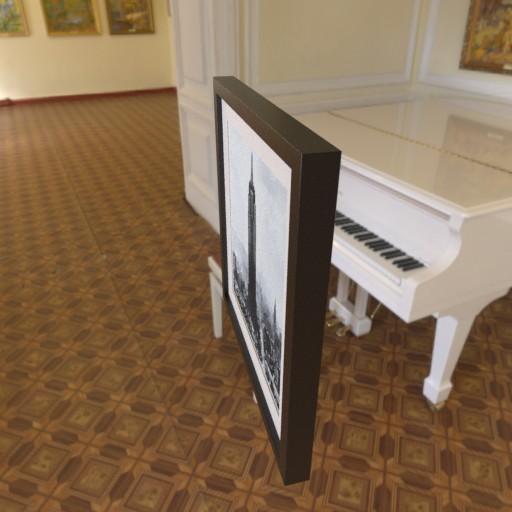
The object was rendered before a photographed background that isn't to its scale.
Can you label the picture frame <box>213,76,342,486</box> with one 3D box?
[{"bbox_3d":[0.000,0.000,0.527,0.029,0.353,0.355,-7,31,-12],"label":"picture frame"}]
